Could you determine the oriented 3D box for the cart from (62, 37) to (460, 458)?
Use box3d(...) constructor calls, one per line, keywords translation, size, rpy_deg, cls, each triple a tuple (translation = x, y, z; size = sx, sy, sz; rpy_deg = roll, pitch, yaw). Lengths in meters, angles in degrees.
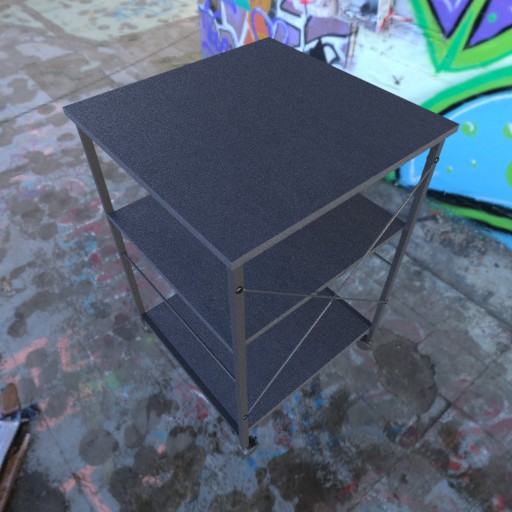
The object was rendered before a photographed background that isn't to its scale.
box3d(translation=(0.000, 0.000, 1.096), size=(0.521, 0.762, 0.520), rpy_deg=(-32, 55, -26), cls="cart")
